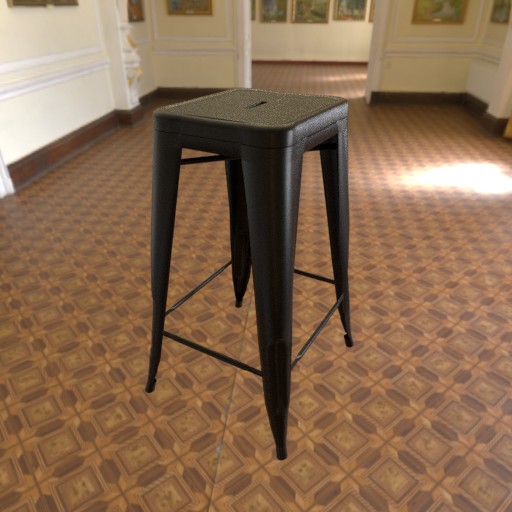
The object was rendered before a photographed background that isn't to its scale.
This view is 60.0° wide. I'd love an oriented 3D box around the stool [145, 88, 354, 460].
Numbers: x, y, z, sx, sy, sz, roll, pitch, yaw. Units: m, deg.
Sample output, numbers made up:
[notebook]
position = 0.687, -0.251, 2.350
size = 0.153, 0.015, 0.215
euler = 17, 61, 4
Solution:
[stool]
position = 0.000, 0.000, 0.919
size = 0.423, 0.609, 0.455
euler = 10, 31, 17
